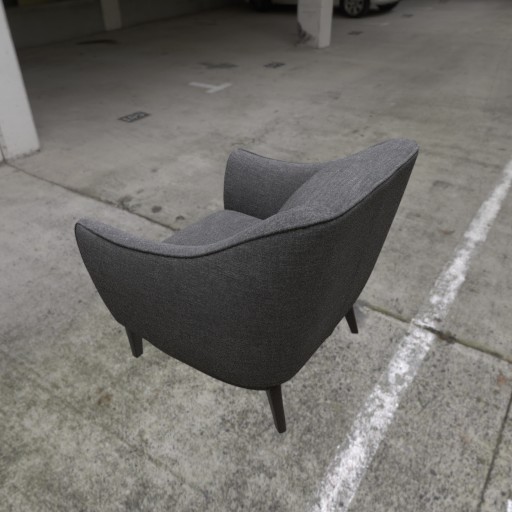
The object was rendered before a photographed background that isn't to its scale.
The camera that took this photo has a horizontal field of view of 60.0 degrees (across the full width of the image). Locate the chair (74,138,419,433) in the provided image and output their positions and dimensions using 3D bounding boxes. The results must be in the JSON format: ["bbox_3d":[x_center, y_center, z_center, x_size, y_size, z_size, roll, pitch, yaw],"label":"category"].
[{"bbox_3d":[0.000,0.000,1.578,0.851,0.829,0.870,20,38,29],"label":"chair"}]
